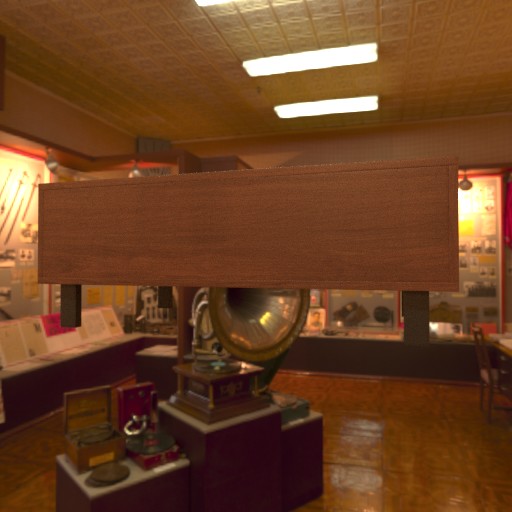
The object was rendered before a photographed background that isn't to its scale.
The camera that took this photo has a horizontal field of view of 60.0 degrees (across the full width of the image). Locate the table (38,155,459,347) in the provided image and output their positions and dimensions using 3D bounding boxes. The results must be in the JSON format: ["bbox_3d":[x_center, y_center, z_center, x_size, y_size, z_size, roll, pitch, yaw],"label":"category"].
[{"bbox_3d":[0.000,0.000,1.303,1.020,0.380,0.600,0,-1,18],"label":"table"}]
